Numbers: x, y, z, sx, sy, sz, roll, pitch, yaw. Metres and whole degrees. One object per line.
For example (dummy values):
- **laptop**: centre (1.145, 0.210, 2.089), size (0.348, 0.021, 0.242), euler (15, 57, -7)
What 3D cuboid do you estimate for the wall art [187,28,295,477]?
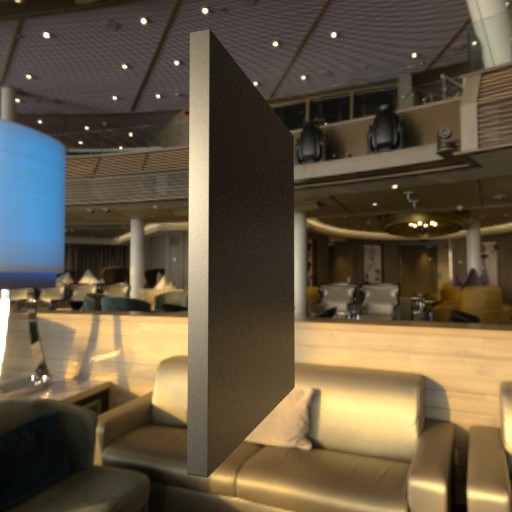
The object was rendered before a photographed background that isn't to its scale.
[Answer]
- **wall art**: centre (0.000, 0.000, 0.770), size (0.028, 0.557, 0.457), euler (-1, -3, 18)
